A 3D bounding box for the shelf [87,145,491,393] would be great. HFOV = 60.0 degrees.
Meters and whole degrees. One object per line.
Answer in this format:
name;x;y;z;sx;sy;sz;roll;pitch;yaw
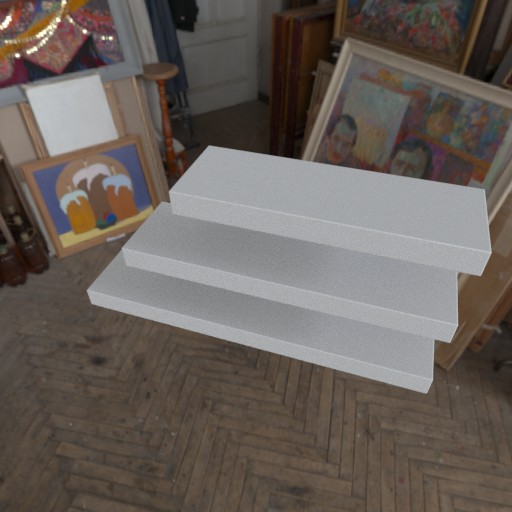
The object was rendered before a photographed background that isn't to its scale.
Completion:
shelf;0.000;0.000;0.721;0.610;0.293;0.140;12;43;14
